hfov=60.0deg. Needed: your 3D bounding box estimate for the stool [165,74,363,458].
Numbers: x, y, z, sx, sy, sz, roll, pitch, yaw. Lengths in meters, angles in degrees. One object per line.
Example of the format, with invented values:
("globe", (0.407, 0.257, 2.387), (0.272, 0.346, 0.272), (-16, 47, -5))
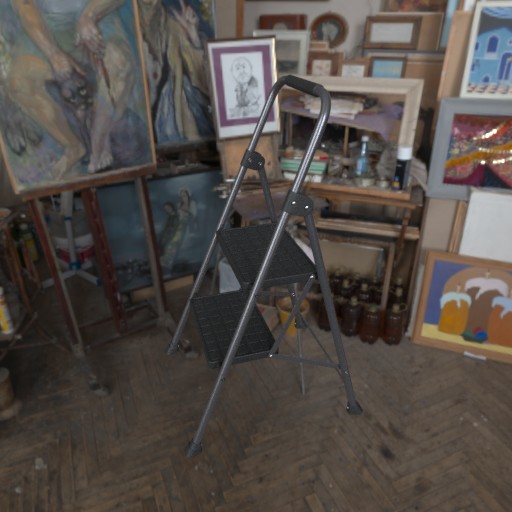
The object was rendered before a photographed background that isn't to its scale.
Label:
("stool", (0.000, 0.000, 1.178), (0.514, 0.872, 0.450), (-8, 30, -15))
